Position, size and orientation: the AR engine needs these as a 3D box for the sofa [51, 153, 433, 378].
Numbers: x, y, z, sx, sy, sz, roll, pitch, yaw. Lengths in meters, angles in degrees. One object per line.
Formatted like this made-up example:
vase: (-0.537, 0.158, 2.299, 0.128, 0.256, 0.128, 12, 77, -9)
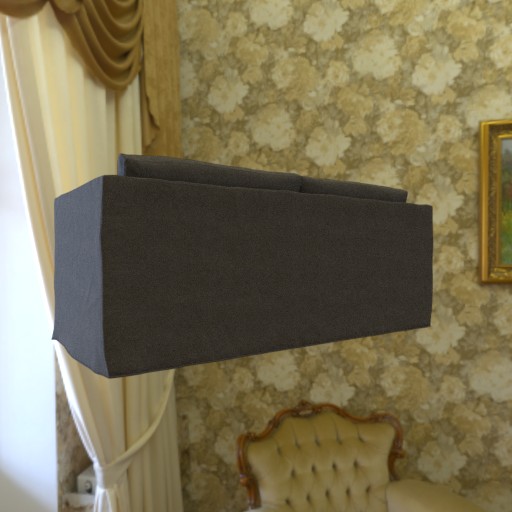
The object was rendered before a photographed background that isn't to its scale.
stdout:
sofa: (0.000, 0.000, 2.485, 1.982, 0.855, 0.953, -1, 1, -34)
